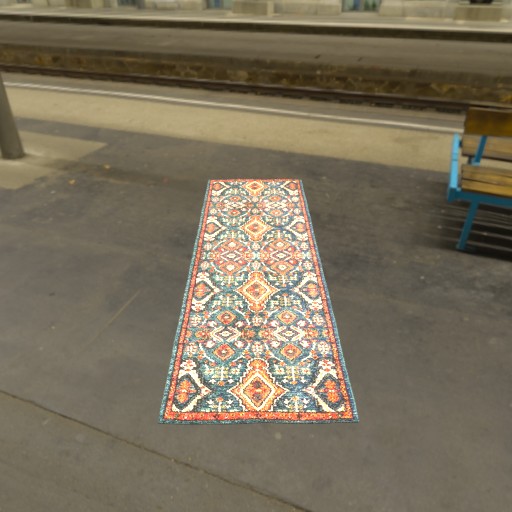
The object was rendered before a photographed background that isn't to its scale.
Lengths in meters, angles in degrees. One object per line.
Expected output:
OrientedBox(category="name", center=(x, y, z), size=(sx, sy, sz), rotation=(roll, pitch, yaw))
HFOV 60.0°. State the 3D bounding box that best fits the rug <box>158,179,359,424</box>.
OrientedBox(category="rug", center=(0.000, 0.000, 2.781), size=(0.801, 0.010, 2.459), rotation=(0, 33, 0))
